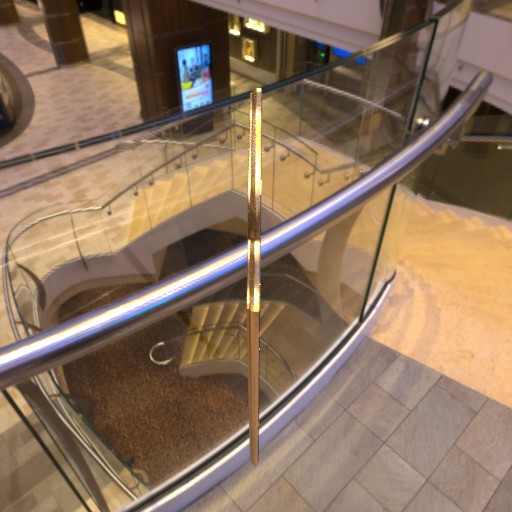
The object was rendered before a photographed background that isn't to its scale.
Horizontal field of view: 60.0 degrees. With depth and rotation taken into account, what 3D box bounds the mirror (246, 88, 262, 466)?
[{"bbox_3d":[0.000,0.000,0.833,0.018,0.635,0.513,1,43,1],"label":"mirror"}]
